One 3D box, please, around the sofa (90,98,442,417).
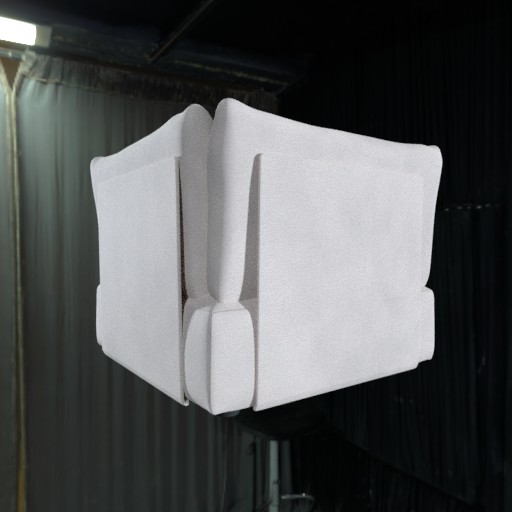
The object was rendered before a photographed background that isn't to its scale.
[{"bbox_3d":[0.000,0.000,1.734,1.000,0.820,1.000,-1,2,-36],"label":"sofa"}]
